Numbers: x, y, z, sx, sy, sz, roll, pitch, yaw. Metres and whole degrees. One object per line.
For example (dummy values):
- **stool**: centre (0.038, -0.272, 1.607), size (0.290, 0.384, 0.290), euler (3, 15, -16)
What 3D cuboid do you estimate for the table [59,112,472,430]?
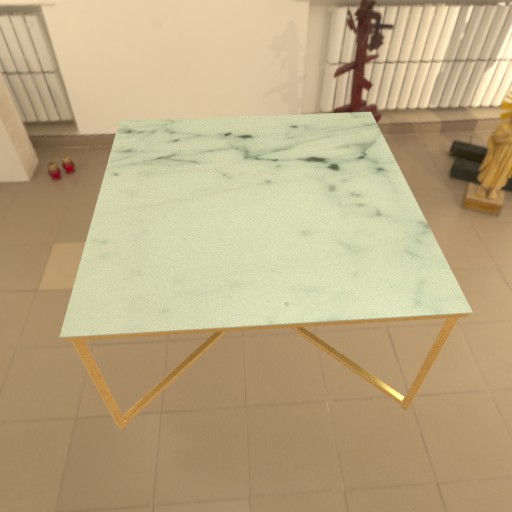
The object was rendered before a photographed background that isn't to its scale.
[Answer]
- **table**: centre (0.000, 0.000, 1.292), size (0.800, 0.450, 0.800), euler (-3, 46, -3)
